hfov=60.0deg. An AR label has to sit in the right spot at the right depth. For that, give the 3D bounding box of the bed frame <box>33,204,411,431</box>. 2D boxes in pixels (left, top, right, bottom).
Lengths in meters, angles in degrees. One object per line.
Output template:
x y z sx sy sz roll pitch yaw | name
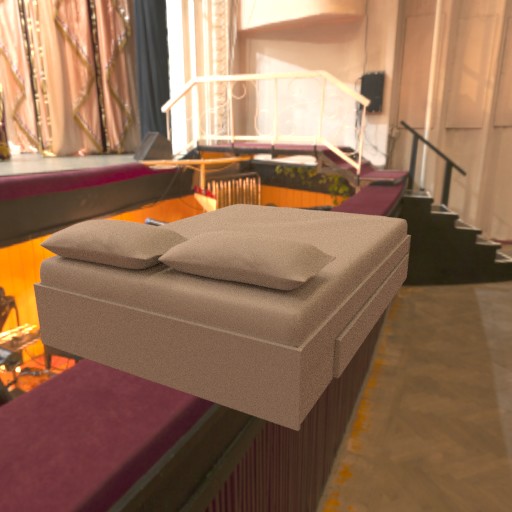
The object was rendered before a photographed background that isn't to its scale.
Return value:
0.000 0.000 2.665 1.450 0.629 1.950 9 18 27 | bed frame
